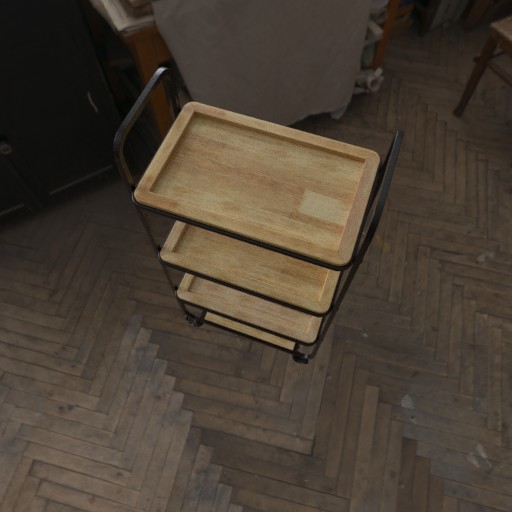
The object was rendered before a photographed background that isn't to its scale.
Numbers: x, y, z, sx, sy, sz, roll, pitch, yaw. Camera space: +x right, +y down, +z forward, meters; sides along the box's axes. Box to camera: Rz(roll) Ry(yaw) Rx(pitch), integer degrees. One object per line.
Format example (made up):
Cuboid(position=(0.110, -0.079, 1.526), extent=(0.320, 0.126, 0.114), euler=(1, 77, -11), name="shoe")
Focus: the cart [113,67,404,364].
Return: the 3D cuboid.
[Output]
Cuboid(position=(0.000, 0.000, 1.338), extent=(0.545, 1.080, 0.321), euler=(18, 65, 9), name="cart")
